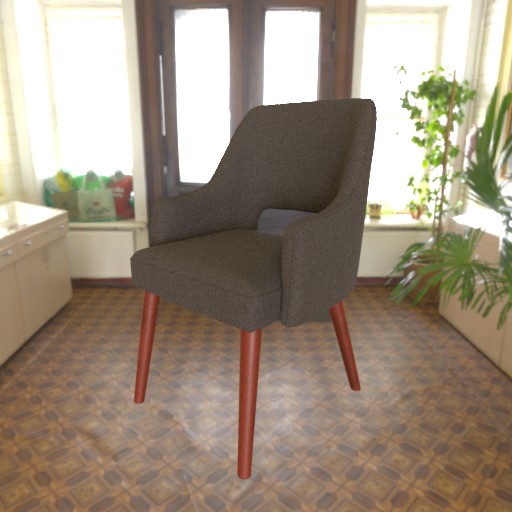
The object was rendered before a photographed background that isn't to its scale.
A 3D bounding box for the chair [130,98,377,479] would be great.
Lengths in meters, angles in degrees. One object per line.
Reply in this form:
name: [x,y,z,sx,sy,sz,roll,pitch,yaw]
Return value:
chair: [0.000,0.000,1.216,0.559,0.838,0.560,13,20,41]
